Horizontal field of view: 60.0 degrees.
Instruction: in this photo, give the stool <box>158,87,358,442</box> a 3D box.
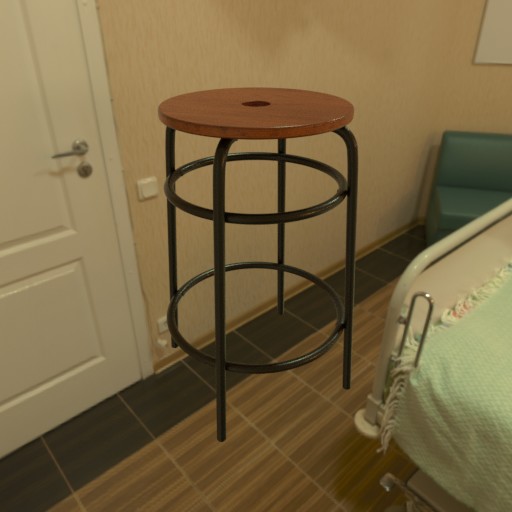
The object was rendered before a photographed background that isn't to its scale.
[{"bbox_3d":[0.000,0.000,0.920,0.455,0.610,0.455,10,31,16],"label":"stool"}]
